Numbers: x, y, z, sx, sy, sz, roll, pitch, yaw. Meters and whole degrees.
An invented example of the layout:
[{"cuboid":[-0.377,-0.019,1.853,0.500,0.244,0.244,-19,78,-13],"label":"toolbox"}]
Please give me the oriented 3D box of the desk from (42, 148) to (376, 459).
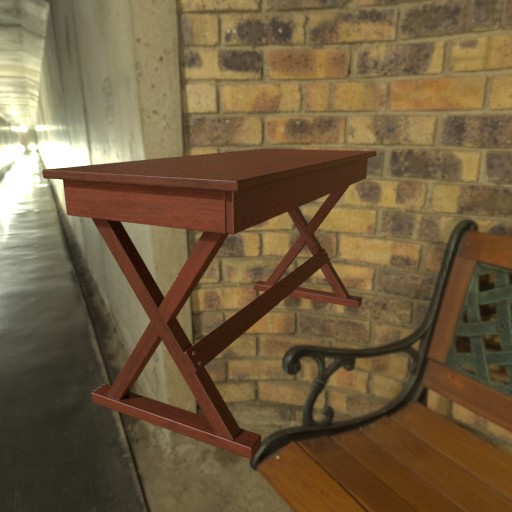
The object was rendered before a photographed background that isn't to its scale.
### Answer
[{"cuboid":[0.000,0.000,1.755,0.600,0.761,1.372,8,18,25],"label":"desk"}]
